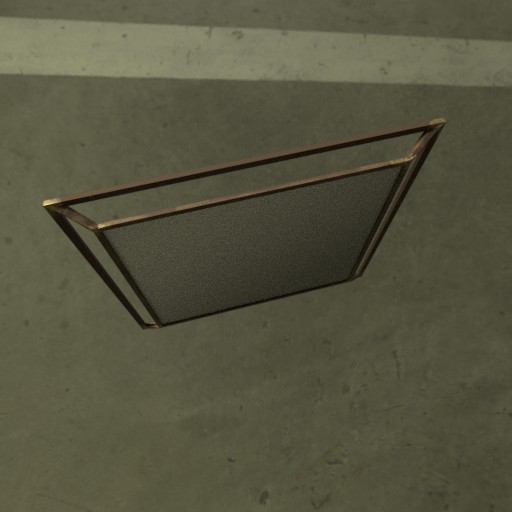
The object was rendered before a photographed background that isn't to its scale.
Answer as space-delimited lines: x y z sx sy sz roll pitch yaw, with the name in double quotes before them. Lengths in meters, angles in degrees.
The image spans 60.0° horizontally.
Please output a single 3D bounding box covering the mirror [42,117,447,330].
"mirror" 0.000 0.000 0.922 0.610 0.610 0.032 -13 65 -6
